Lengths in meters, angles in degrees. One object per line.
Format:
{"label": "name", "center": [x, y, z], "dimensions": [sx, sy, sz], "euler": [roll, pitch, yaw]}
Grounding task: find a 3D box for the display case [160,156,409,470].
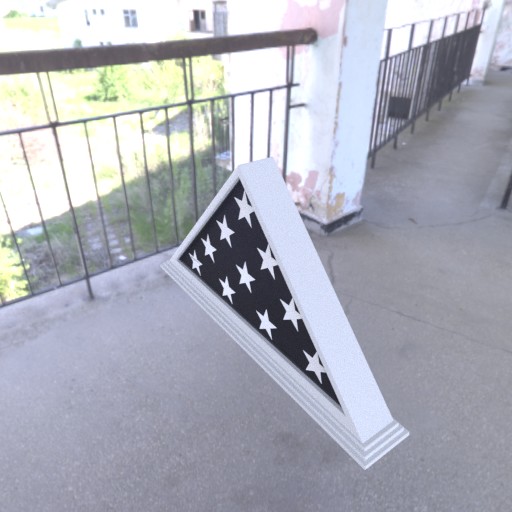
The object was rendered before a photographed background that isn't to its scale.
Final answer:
{"label": "display case", "center": [0.000, 0.000, 0.765], "dimensions": [0.095, 0.340, 0.640], "euler": [-21, 37, -30]}
